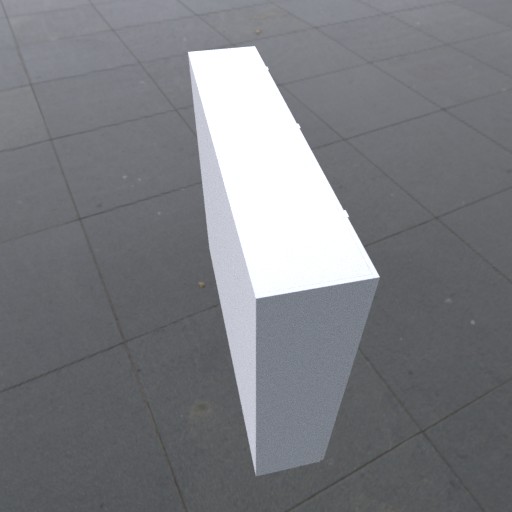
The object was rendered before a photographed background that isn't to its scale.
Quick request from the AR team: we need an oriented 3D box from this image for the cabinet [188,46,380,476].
[{"bbox_3d":[0.000,0.000,3.747,0.590,2.370,2.700,-9,47,-8],"label":"cabinet"}]
